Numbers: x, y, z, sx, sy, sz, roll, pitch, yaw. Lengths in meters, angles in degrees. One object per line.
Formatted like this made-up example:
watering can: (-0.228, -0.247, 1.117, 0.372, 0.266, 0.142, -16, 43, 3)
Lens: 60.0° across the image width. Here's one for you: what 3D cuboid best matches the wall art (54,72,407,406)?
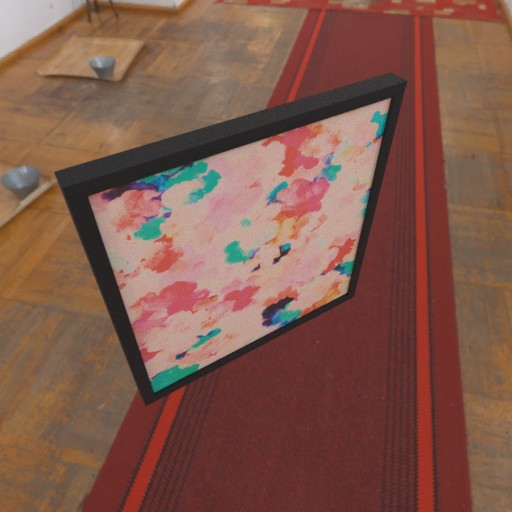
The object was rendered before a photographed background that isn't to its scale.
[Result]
wall art: (0.000, 0.000, 0.755, 0.506, 0.503, 0.036, -24, 50, -22)
